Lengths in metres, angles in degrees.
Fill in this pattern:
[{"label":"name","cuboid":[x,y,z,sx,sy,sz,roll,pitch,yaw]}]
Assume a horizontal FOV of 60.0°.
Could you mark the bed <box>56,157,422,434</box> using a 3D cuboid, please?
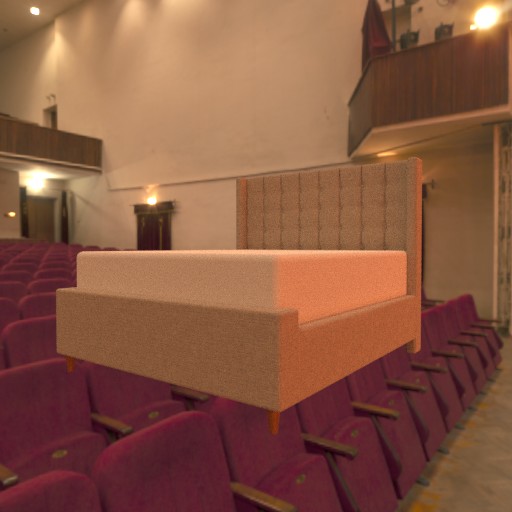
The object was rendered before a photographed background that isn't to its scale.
[{"label":"bed","cuboid":[0.000,0.000,3.705,2.045,1.743,2.370,1,2,36]}]
